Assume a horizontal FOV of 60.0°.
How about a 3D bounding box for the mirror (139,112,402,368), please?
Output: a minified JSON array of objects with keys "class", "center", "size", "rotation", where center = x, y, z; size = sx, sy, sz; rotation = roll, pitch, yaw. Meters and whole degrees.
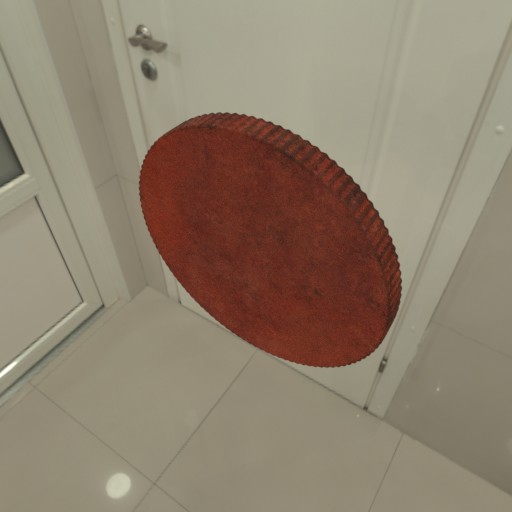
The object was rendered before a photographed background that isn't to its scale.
[{"class":"mirror","center":[0.000,0.000,0.937],"size":[0.609,0.609,0.056],"rotation":[26,51,23]}]
